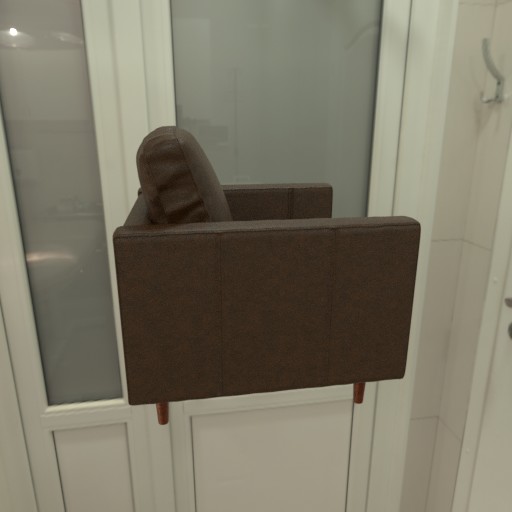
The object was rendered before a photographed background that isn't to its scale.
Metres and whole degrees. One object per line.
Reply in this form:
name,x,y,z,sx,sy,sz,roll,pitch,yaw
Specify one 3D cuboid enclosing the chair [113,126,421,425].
chair,0.000,0.000,1.697,0.909,0.956,0.890,-3,17,-9
